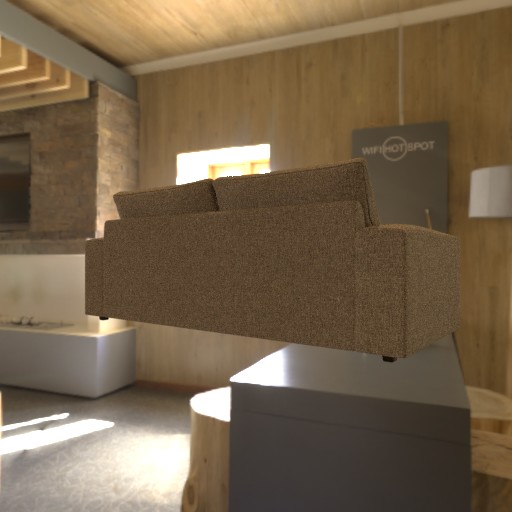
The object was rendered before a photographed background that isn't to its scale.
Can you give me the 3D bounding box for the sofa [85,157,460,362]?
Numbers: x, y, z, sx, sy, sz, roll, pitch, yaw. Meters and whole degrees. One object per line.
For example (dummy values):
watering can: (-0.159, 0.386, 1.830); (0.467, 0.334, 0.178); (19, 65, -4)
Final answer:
sofa: (0.000, 0.000, 2.907); (2.299, 0.922, 1.040); (0, 0, 37)
